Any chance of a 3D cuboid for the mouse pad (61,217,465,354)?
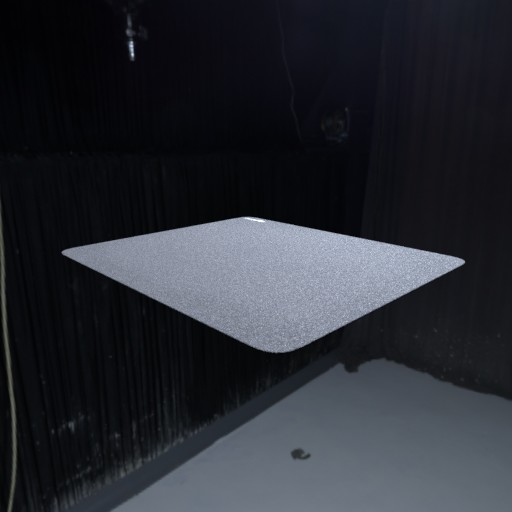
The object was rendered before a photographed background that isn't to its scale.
[{"bbox_3d":[0.000,0.000,0.636,0.393,0.002,0.451,-15,22,-42],"label":"mouse pad"}]
